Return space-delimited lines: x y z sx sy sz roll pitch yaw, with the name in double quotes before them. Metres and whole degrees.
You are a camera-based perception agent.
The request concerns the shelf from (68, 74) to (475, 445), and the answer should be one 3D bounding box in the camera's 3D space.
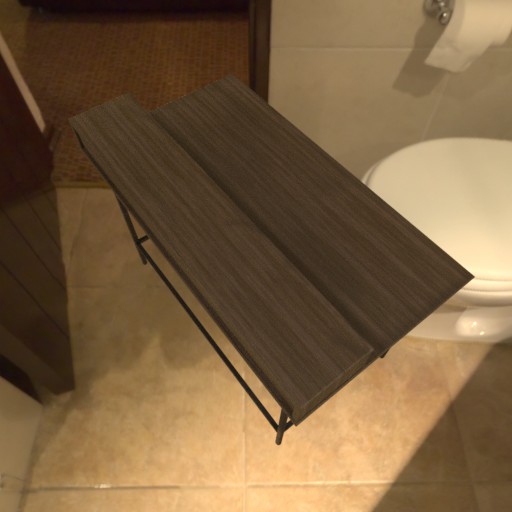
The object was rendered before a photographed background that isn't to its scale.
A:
"shelf" 0.000 0.000 1.704 0.685 0.865 1.212 -33 63 -19
